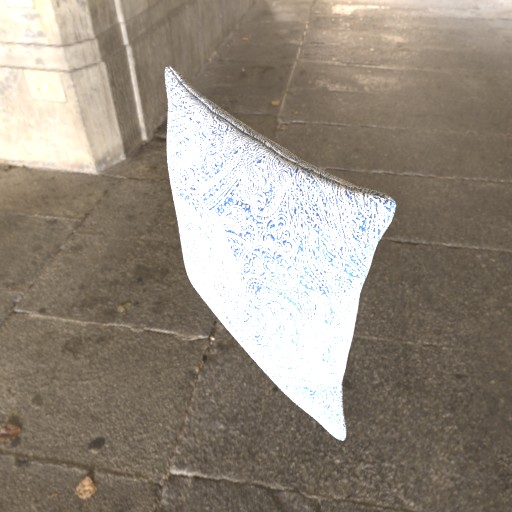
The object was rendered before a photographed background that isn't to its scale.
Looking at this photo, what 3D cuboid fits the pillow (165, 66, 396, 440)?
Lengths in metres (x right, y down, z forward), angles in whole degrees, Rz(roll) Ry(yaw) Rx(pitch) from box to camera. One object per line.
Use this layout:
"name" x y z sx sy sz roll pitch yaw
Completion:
"pillow" 0.000 0.000 0.777 0.166 0.510 0.523 -25 47 -26
